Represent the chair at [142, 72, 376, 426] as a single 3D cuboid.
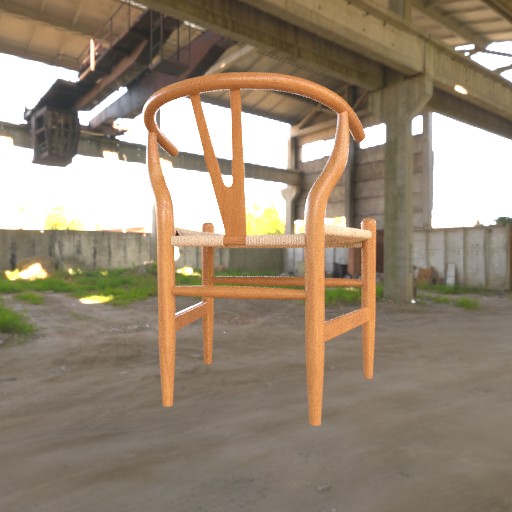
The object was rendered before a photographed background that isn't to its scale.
[{"bbox_3d":[0.000,0.000,1.152,0.569,0.730,0.579,0,1,19],"label":"chair"}]
